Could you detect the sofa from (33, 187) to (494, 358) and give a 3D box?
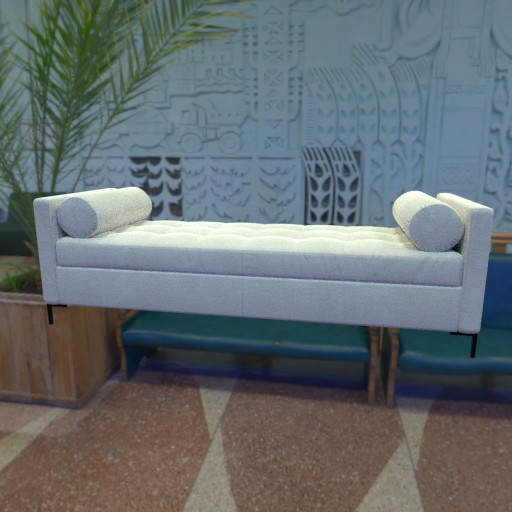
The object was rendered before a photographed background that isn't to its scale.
[{"bbox_3d":[0.000,0.000,2.254,1.981,0.635,0.686,2,13,11],"label":"sofa"}]
